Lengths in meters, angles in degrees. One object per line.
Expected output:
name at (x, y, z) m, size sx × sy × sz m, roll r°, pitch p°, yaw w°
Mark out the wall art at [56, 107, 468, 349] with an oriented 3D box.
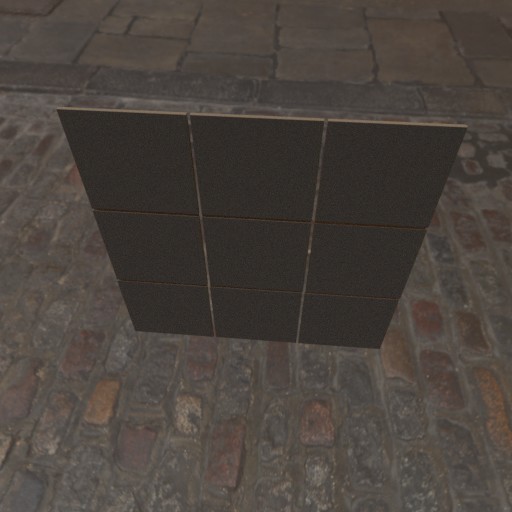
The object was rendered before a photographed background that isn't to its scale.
wall art at (0.000, 0.000, 2.200) m, size 1.527 × 1.521 × 0.017 m, roll 4°, pitch 47°, yaw 3°
